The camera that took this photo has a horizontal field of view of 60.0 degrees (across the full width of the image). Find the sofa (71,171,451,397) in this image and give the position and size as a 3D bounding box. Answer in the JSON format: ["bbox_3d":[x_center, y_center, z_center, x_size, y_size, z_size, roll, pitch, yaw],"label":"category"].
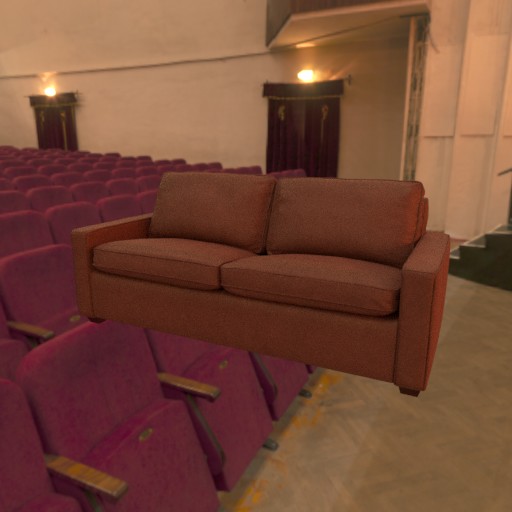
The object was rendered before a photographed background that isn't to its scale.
[{"bbox_3d":[0.000,0.000,2.620,2.080,0.919,0.940,7,16,25],"label":"sofa"}]
